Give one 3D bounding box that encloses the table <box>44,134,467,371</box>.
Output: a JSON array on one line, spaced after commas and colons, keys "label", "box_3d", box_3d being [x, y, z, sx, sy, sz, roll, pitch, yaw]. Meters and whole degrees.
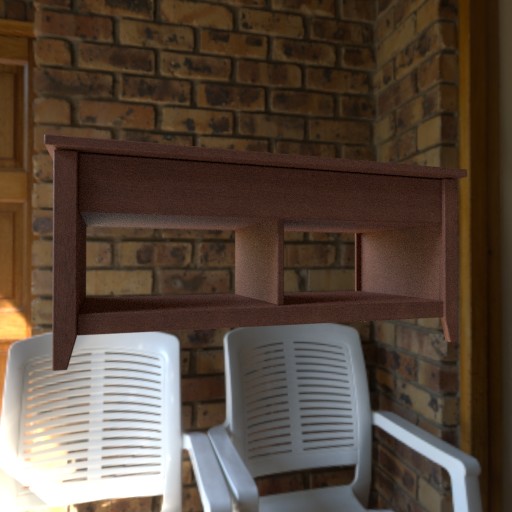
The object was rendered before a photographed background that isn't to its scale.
[{"label": "table", "box_3d": [0.000, 0.000, 1.233, 1.016, 0.457, 0.483, 0, -1, -19]}]
